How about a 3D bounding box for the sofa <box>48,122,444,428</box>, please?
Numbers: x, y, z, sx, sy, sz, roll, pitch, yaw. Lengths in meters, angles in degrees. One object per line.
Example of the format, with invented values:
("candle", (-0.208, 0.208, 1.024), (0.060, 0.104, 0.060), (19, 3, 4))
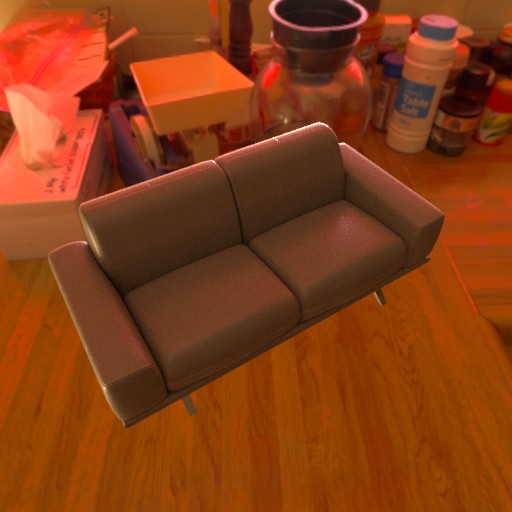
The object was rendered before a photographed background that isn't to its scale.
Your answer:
("sofa", (0.000, 0.000, 2.374), (1.901, 0.772, 0.900), (-24, 51, -22))
